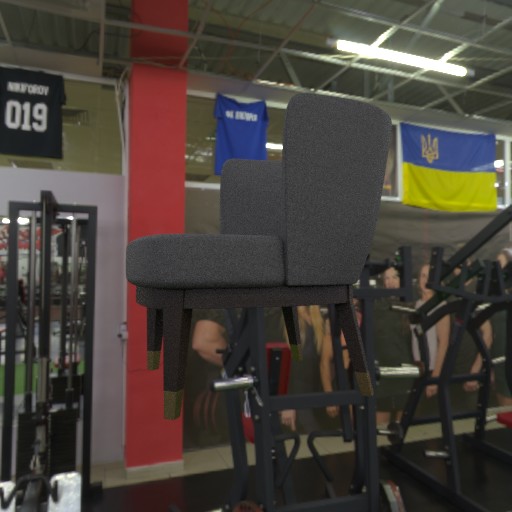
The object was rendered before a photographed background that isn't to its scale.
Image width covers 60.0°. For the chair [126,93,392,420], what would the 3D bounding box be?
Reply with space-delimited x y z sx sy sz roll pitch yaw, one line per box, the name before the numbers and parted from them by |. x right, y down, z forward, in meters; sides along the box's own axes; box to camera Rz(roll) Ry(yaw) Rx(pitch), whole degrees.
chair | 0.000 0.000 1.241 0.698 0.695 0.639 1 -2 -18
